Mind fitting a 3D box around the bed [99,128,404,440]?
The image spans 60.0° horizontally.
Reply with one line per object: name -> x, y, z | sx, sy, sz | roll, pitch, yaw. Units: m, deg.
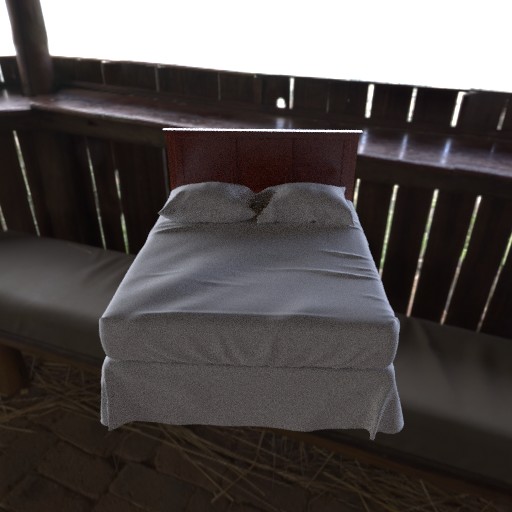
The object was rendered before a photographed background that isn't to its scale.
bed -> 0.000, 0.000, 3.125 | 1.870, 1.270, 2.050 | 1, 30, 2
